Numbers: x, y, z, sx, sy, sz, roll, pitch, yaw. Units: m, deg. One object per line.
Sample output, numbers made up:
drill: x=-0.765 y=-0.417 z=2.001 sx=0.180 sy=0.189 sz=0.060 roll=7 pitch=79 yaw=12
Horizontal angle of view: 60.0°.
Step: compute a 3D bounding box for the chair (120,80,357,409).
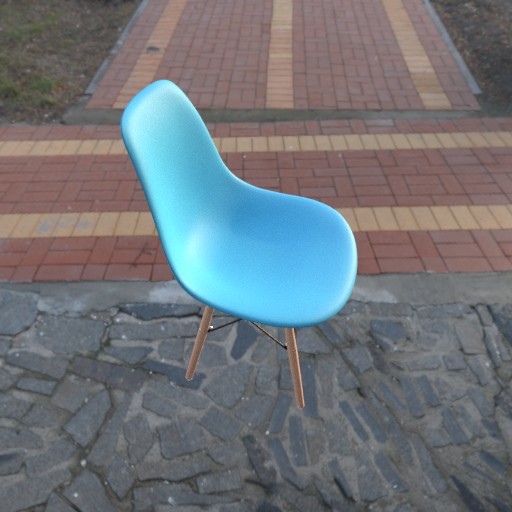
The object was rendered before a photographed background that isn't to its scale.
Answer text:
chair: x=0.000 y=0.000 z=1.184 sx=0.531 sy=0.826 sz=0.470 roll=11 pitch=47 yaw=11
